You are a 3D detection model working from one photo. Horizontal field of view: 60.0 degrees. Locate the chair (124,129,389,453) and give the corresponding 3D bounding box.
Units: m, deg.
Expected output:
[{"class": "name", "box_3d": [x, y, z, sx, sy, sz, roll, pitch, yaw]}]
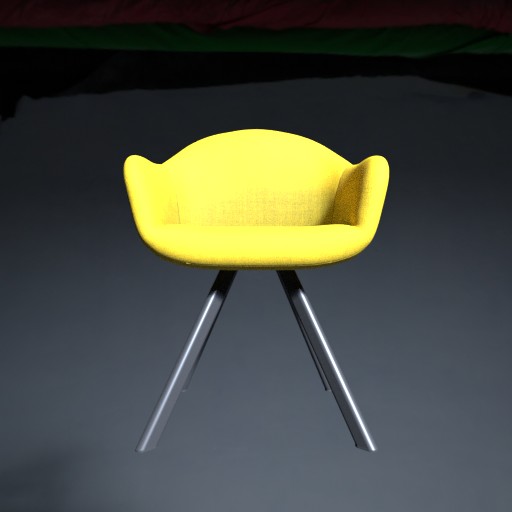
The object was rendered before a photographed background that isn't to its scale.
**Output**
[{"class": "chair", "box_3d": [0.000, 0.000, 1.169, 0.590, 0.795, 0.550, 0, -1, 0]}]
